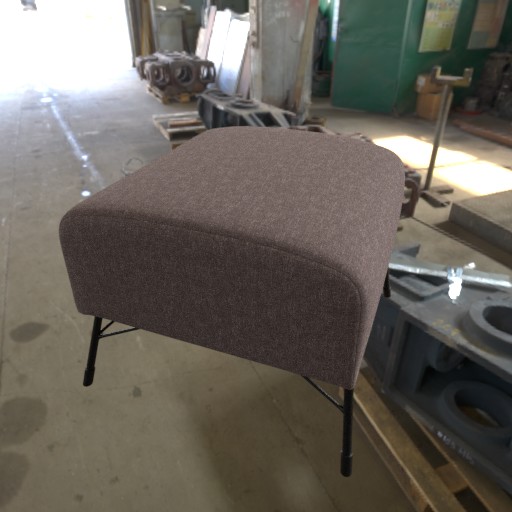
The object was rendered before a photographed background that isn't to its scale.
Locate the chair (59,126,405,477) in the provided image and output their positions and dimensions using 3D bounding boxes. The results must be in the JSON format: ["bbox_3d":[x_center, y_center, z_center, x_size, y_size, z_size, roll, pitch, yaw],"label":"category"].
[{"bbox_3d":[0.000,0.000,0.890,0.530,0.410,0.530,12,33,18],"label":"chair"}]
